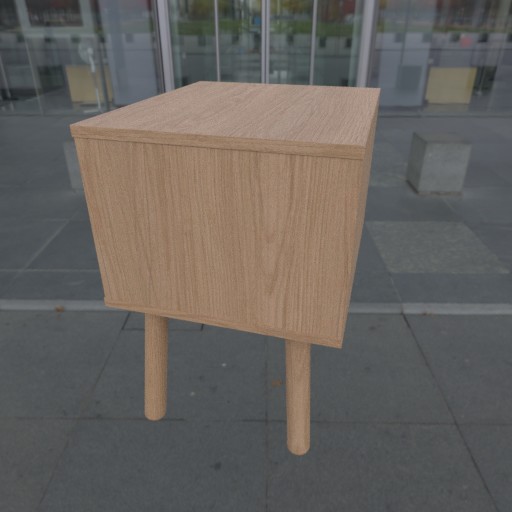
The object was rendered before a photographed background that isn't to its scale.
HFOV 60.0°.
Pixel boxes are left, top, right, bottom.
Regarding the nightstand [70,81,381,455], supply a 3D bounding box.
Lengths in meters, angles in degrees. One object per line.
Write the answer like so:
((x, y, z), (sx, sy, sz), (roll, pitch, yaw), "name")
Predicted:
((0.000, 0.000, 0.862), (0.380, 0.571, 0.450), (8, 30, 14), "nightstand")
